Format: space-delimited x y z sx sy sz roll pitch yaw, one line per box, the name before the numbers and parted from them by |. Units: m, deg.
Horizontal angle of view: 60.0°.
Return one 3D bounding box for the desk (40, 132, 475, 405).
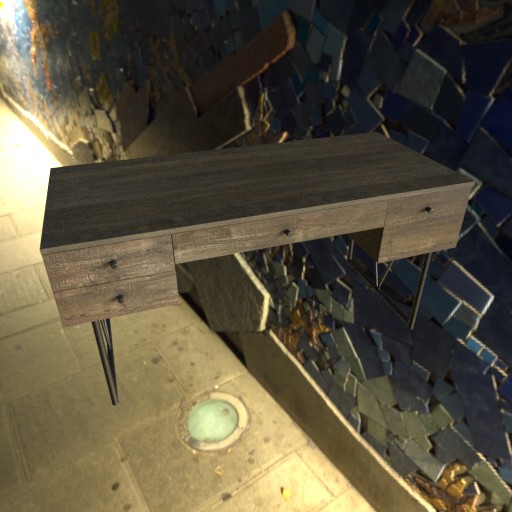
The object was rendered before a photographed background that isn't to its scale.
desk | 0.000 0.000 2.021 1.600 0.780 0.730 -10 33 -16
